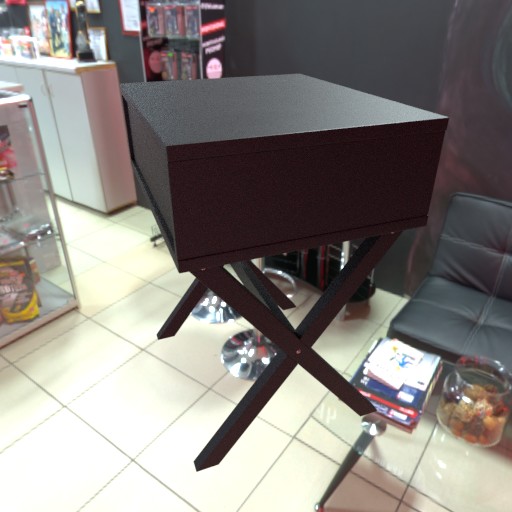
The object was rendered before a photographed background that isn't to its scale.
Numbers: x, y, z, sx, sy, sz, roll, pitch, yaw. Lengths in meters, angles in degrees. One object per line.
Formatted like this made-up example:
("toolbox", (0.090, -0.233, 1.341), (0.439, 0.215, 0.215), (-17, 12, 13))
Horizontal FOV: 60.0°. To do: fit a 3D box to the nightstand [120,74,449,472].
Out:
("nightstand", (0.000, 0.000, 0.911), (0.402, 0.623, 0.479), (-11, 31, -18))
